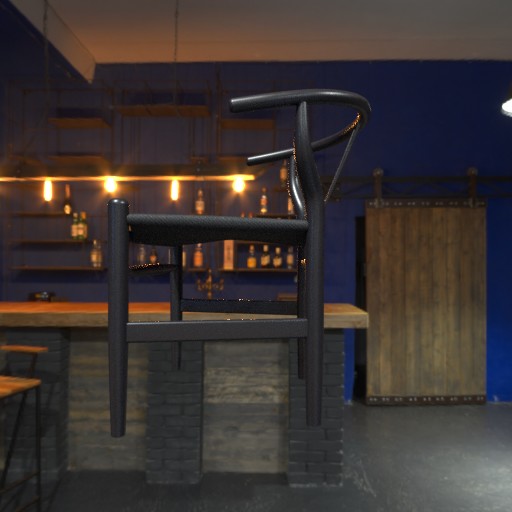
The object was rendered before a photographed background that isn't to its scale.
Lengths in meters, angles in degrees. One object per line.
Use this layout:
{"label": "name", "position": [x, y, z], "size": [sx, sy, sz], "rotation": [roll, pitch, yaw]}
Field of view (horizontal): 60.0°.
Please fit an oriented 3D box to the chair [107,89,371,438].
{"label": "chair", "position": [0.000, 0.000, 1.153], "size": [0.579, 0.730, 0.569], "rotation": [0, 0, 3]}
